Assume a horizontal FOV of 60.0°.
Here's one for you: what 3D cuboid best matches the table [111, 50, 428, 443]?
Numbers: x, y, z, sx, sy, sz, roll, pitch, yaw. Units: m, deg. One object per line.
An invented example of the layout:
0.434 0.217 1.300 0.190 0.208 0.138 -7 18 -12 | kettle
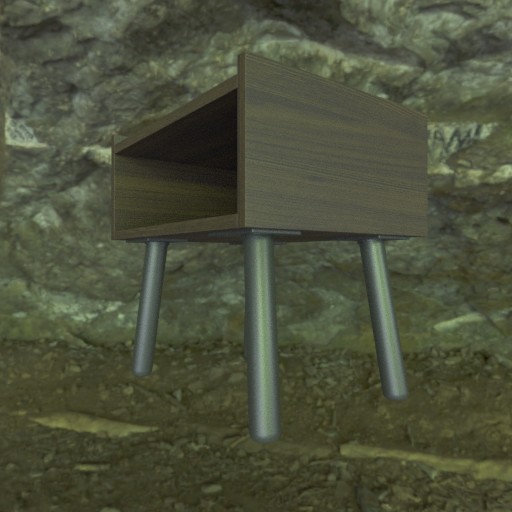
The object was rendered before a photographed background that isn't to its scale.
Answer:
0.000 0.000 0.799 0.370 0.470 0.450 0 0 -37 | table
